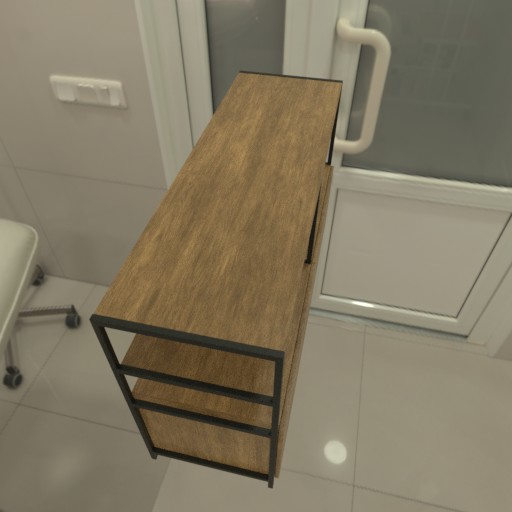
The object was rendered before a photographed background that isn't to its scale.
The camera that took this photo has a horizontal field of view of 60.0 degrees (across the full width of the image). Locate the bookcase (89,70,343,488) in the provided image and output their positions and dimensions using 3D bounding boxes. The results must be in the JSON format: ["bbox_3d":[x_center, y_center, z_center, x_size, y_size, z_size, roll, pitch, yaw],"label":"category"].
[{"bbox_3d":[0.000,0.000,1.457,0.391,0.712,1.149,9,46,9],"label":"bookcase"}]
